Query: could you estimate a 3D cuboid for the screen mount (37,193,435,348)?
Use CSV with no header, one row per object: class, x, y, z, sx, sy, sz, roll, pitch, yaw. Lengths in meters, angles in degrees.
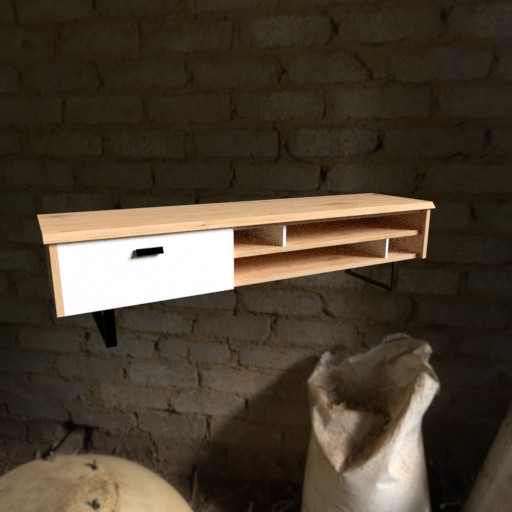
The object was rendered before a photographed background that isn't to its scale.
screen mount,0.000,0.000,1.976,1.700,0.430,0.450,-7,16,-27
